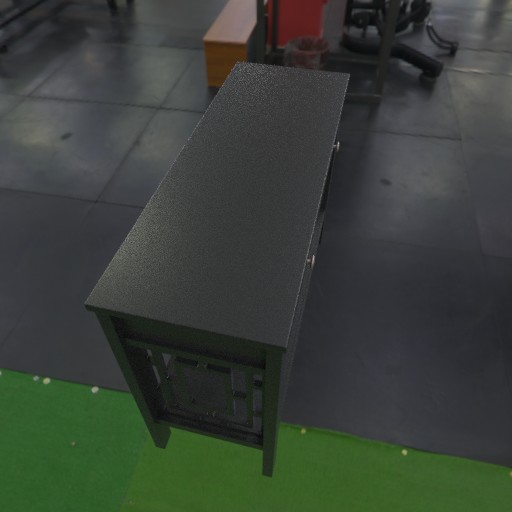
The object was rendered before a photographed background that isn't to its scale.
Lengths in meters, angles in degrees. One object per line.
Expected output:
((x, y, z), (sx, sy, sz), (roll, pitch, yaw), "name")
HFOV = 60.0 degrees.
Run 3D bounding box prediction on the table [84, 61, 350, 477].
((0.000, 0.000, 1.421), (0.397, 0.753, 1.068), (10, 48, 9), "table")
